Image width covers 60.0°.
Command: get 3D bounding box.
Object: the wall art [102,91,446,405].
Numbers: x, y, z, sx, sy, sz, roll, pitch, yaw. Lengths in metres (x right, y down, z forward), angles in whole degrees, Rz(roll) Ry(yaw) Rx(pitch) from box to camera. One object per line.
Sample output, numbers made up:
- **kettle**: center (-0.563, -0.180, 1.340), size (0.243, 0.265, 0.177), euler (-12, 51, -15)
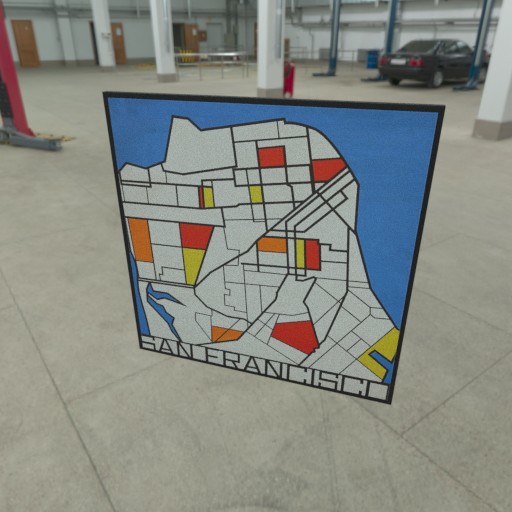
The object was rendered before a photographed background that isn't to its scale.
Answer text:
- **wall art**: center (0.000, 0.000, 0.675), size (0.458, 0.457, 0.013), euler (8, 28, 16)
